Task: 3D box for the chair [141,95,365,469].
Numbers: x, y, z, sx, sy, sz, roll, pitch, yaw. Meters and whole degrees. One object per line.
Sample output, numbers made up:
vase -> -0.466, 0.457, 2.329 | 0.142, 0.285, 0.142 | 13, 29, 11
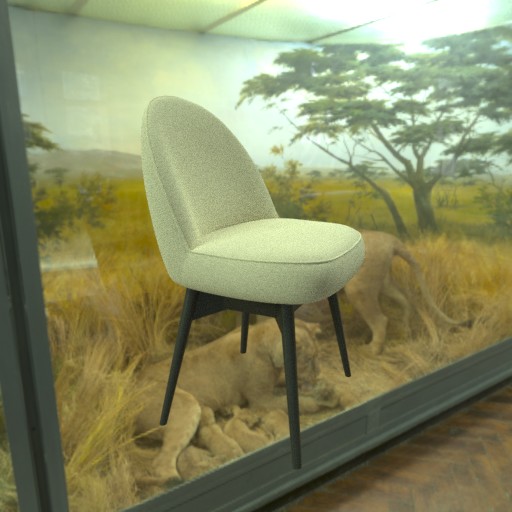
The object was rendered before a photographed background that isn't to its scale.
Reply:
chair -> 0.000, 0.000, 1.196 | 0.540, 0.838, 0.532 | 7, 15, 25
